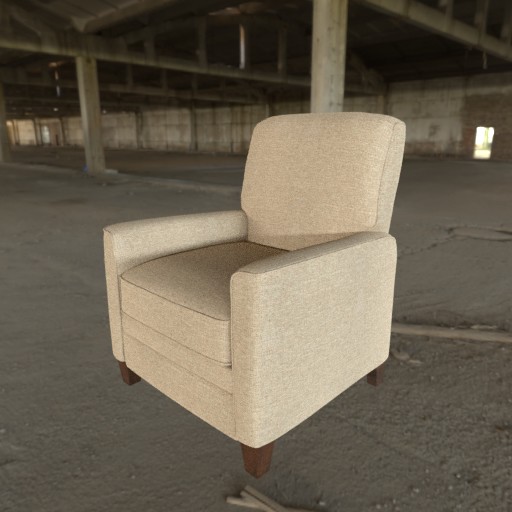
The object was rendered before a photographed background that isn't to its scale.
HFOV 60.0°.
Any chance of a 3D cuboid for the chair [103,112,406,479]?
[{"bbox_3d":[0.000,0.000,1.637,0.841,1.028,0.858,14,21,42],"label":"chair"}]
